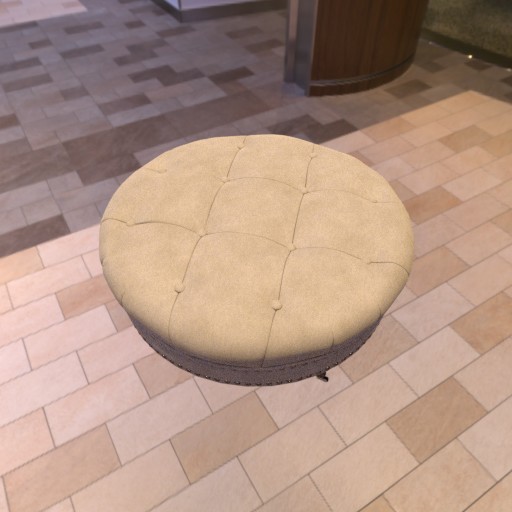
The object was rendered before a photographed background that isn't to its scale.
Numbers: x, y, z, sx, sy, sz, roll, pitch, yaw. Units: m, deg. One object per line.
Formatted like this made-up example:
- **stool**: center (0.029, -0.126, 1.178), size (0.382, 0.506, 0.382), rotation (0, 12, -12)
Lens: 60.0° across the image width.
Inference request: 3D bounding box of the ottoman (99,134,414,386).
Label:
- **ottoman**: center (0.000, 0.000, 1.404), size (0.901, 0.439, 0.901), rotation (0, 47, 0)
